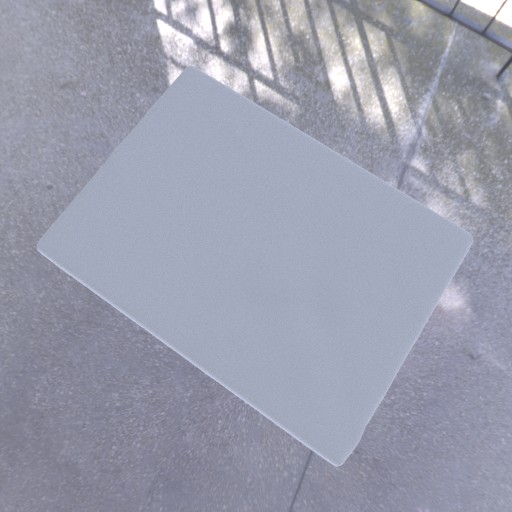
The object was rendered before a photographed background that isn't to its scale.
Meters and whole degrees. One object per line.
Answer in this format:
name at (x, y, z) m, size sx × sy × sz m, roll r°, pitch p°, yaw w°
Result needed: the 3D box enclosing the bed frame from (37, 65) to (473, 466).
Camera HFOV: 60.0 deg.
bed frame at (0.000, 0.000, 2.574) m, size 1.905 × 0.637 × 1.372 m, roll 34°, pitch 78°, yaw 8°
